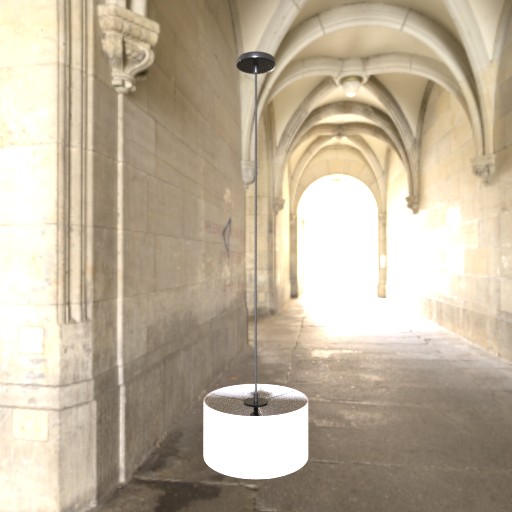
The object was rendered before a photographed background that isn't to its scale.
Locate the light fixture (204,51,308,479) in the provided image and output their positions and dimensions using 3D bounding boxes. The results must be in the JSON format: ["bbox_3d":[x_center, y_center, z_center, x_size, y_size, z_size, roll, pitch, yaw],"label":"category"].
[{"bbox_3d":[0.000,0.000,1.709,0.399,1.516,0.399,0,-1,0],"label":"light fixture"}]
